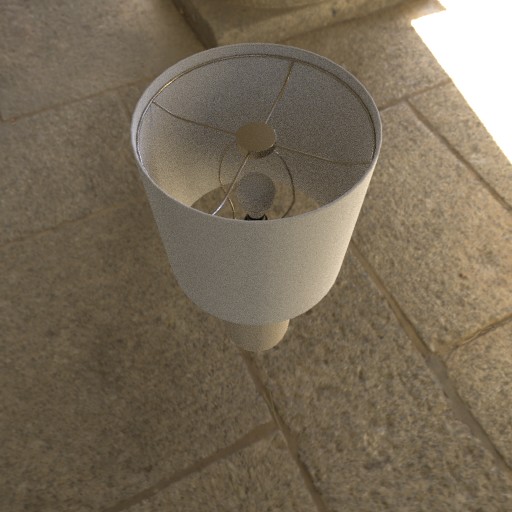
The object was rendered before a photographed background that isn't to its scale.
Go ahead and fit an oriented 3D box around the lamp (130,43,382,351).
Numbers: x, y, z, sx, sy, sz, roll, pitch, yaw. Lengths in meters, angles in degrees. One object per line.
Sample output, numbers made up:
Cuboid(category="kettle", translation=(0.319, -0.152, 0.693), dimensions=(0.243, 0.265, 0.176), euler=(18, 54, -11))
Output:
Cuboid(category="lamp", translation=(0.000, 0.000, 0.595), dimensions=(0.220, 0.475, 0.220), euler=(31, 64, 17))
